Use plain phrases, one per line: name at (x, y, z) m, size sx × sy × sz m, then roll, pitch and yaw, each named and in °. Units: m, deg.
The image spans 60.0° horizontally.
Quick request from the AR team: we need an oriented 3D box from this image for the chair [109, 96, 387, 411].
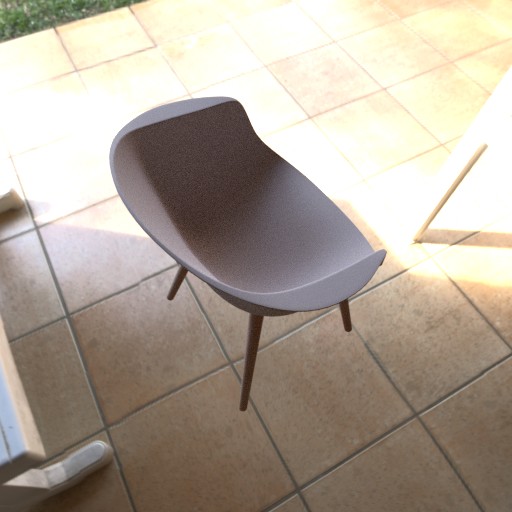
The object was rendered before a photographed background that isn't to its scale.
chair at (0.000, 0.000, 1.128) m, size 0.504 × 0.781 × 0.593 m, roll -31°, pitch 64°, yaw -17°
